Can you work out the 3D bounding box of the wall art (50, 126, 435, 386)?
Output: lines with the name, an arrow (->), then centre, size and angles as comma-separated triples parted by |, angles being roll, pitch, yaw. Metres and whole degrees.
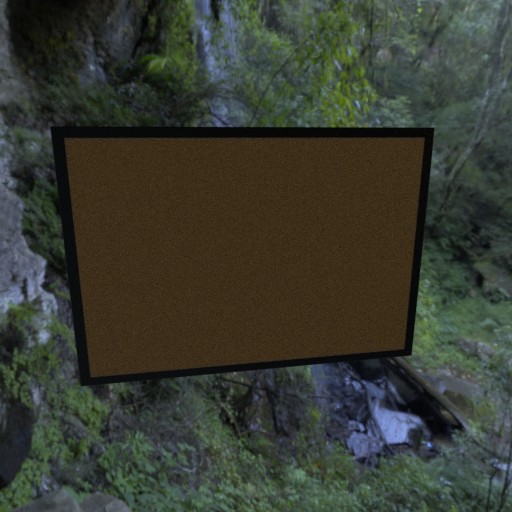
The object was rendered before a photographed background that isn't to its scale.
wall art -> 0.000, 0.000, 0.819 | 0.657, 0.458, 0.027 | -3, 16, -10
